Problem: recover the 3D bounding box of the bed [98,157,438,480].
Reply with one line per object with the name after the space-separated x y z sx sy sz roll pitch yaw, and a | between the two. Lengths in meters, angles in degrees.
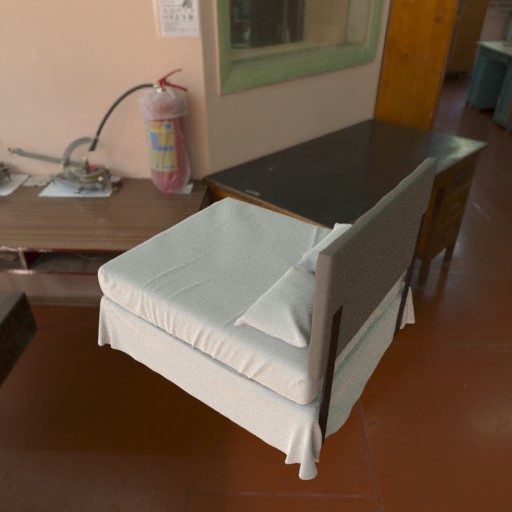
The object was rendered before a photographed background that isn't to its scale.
0.000 0.000 3.526 2.222 1.577 1.936 21 38 30 | bed
